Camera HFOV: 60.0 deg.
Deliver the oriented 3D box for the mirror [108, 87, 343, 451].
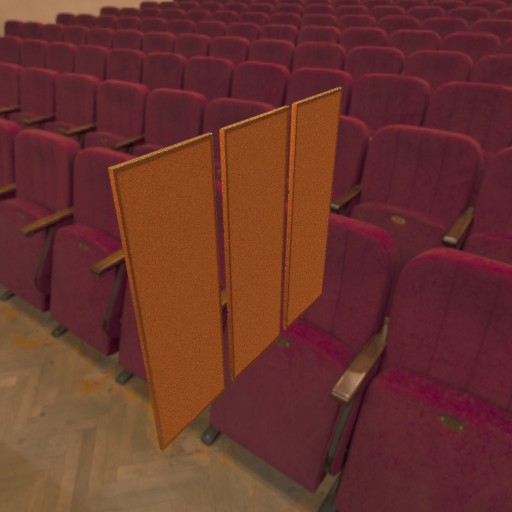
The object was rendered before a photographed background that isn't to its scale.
[{"bbox_3d":[0.000,0.000,1.493,0.023,0.926,1.011,21,38,30],"label":"mirror"}]
